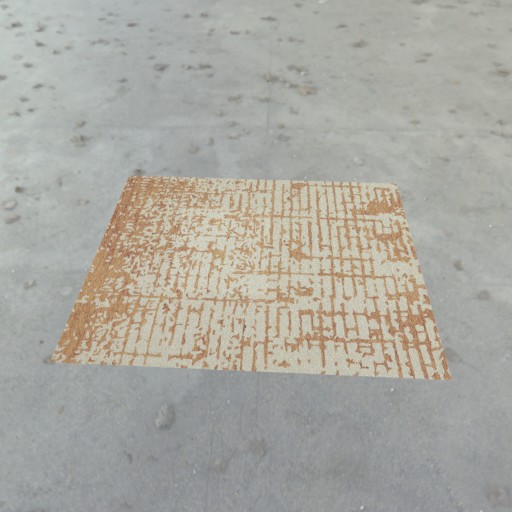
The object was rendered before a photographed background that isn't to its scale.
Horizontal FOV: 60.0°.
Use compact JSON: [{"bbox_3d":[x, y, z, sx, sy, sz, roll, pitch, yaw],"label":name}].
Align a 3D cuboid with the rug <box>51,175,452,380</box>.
[{"bbox_3d":[0.000,0.000,4.210,3.050,0.011,2.441,2,46,2],"label":"rug"}]
